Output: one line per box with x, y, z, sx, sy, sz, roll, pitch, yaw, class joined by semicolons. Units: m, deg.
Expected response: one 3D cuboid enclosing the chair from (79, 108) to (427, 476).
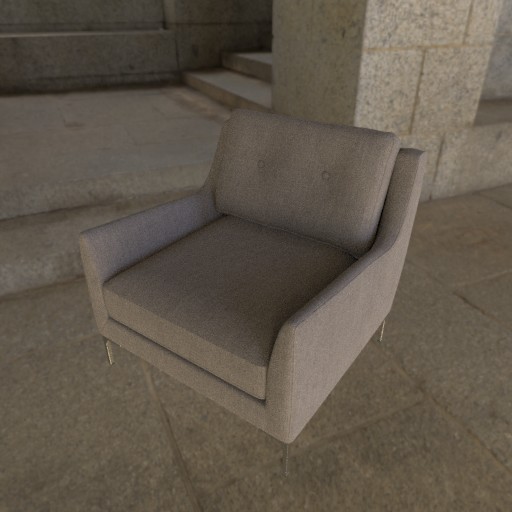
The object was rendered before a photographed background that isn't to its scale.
0.000;0.000;1.557;0.847;0.828;0.849;20;36;30;chair
